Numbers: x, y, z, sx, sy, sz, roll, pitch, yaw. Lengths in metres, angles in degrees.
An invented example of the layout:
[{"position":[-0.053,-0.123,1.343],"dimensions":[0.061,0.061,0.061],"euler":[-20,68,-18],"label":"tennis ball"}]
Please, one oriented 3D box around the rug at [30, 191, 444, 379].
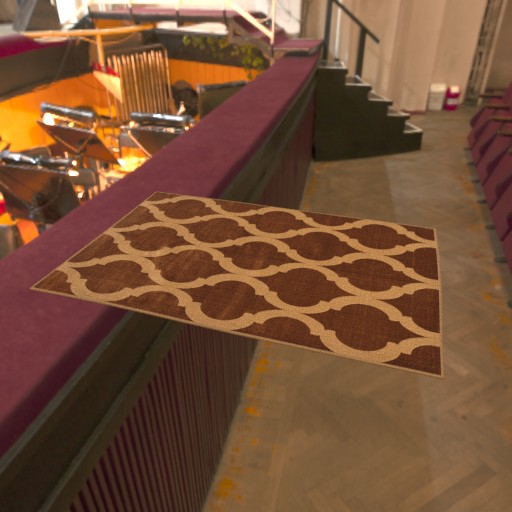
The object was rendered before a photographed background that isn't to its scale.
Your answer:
[{"position":[0.000,0.000,2.905],"dimensions":[2.290,0.014,1.526],"euler":[9,32,15],"label":"rug"}]
